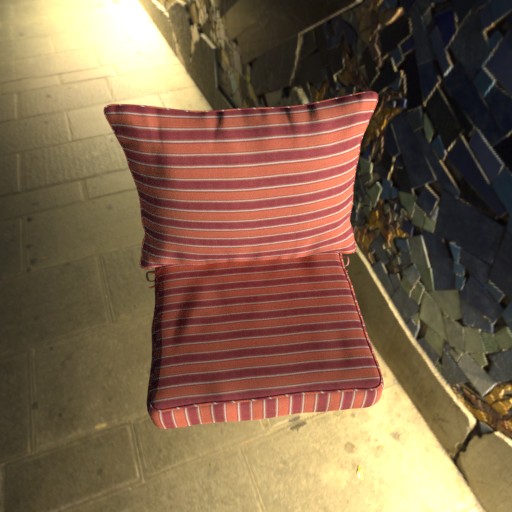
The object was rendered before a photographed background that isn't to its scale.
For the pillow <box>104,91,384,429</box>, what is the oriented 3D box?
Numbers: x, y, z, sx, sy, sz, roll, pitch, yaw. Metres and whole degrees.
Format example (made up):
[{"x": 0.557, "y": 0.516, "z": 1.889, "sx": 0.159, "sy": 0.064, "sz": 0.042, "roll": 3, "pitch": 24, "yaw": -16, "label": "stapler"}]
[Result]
[{"x": 0.000, "y": 0.000, "z": 1.329, "sx": 0.799, "sy": 0.723, "sz": 0.733, "roll": -5, "pitch": 46, "yaw": -4, "label": "pillow"}]
